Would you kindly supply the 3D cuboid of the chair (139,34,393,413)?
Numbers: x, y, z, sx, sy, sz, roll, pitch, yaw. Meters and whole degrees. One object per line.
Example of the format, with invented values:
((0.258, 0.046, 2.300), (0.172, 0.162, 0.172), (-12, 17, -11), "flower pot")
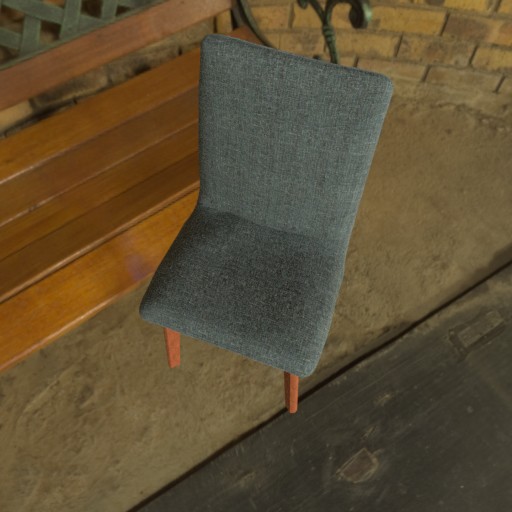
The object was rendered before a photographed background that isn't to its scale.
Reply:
((0.000, 0.000, 1.286), (0.522, 0.974, 0.563), (18, 60, 11), "chair")
